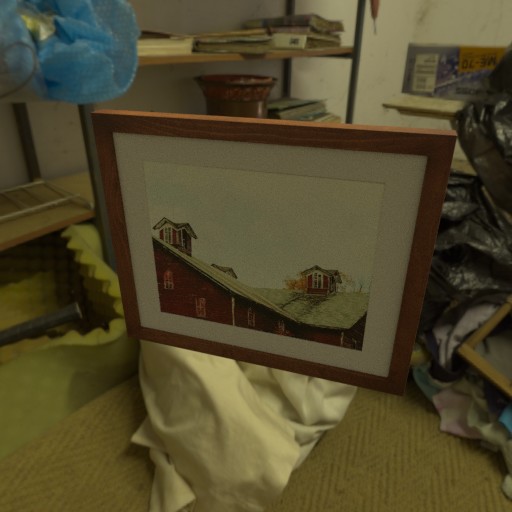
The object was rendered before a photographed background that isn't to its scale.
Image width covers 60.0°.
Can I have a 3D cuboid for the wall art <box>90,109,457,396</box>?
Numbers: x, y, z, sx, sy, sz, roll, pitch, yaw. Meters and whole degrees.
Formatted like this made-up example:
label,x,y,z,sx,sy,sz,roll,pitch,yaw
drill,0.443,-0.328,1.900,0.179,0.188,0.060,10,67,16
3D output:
label,x,y,z,sx,sy,sz,roll,pitch,yaw
wall art,0.000,0.000,0.769,0.558,0.457,0.033,8,29,16
